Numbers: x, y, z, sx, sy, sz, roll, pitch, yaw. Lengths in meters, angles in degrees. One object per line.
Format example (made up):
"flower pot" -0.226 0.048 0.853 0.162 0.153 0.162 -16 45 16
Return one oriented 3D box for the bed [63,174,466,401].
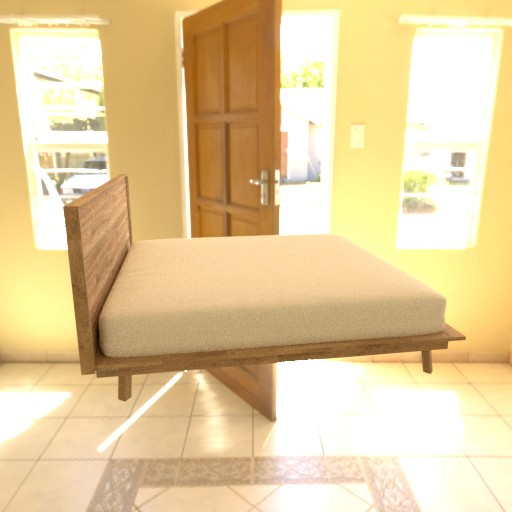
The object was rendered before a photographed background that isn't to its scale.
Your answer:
"bed" 0.000 0.000 3.349 2.167 1.100 2.116 -2 15 -9
